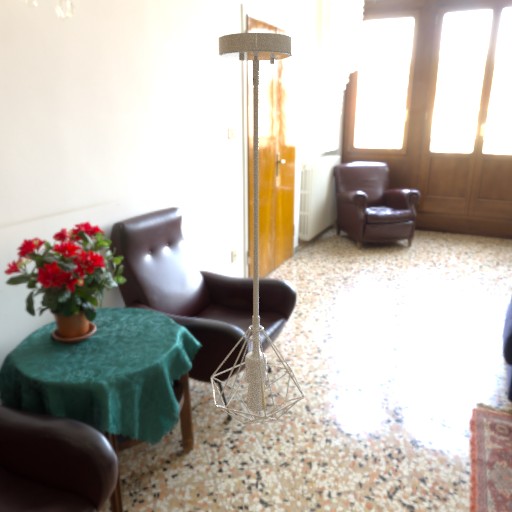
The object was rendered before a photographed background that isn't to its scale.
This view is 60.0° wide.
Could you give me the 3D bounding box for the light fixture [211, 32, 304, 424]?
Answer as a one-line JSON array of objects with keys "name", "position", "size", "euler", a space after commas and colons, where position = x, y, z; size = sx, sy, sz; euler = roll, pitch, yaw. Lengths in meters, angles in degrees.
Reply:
[{"name": "light fixture", "position": [0.000, 0.000, 1.986], "size": [0.431, 1.764, 0.487], "euler": [-3, 17, -9]}]
